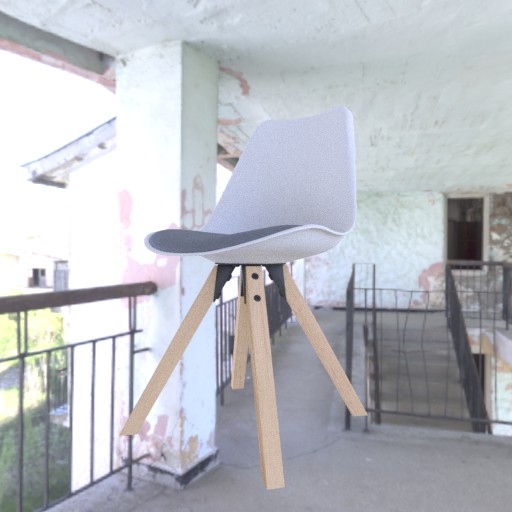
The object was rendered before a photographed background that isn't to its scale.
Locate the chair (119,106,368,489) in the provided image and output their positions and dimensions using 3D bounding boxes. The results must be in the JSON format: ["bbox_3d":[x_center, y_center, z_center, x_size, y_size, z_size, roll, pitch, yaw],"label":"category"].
[{"bbox_3d":[0.000,0.000,1.134,0.485,0.850,0.550,1,1,34],"label":"chair"}]
